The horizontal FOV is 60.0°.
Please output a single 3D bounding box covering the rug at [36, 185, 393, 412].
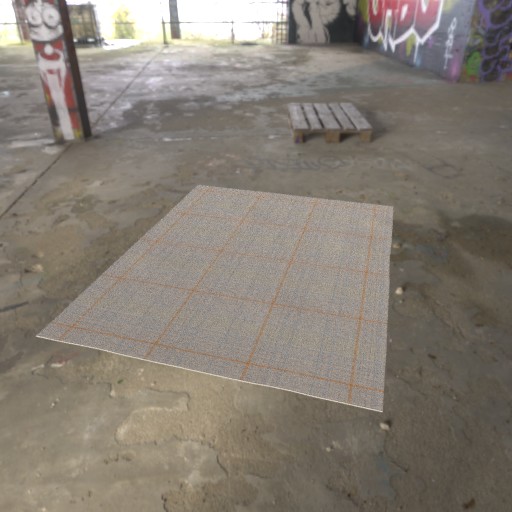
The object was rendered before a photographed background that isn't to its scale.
[{"bbox_3d":[0.000,0.000,4.172,2.448,0.021,3.051,8,32,14],"label":"rug"}]
